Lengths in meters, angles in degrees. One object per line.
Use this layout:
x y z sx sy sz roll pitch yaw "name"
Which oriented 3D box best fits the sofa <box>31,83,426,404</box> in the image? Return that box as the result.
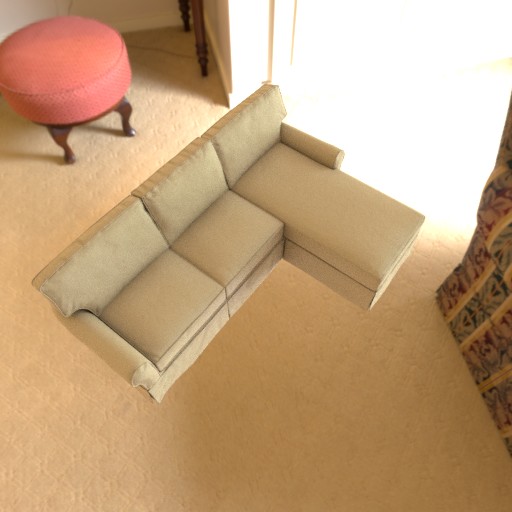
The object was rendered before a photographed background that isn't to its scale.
0.000 0.000 3.278 1.733 0.978 2.475 33 64 19 "sofa"
